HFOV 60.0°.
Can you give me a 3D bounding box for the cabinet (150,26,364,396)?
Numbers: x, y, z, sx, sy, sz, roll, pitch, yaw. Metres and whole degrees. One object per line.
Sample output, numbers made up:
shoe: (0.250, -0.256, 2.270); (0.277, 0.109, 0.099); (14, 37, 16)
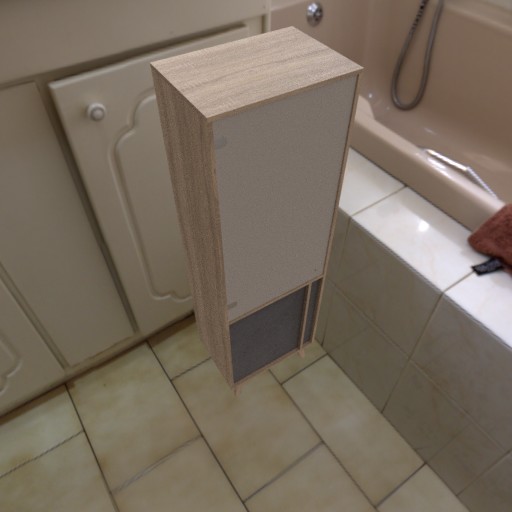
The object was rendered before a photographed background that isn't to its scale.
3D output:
cabinet: (0.000, 0.000, 2.126); (0.570, 1.850, 0.400); (-25, 53, -21)
